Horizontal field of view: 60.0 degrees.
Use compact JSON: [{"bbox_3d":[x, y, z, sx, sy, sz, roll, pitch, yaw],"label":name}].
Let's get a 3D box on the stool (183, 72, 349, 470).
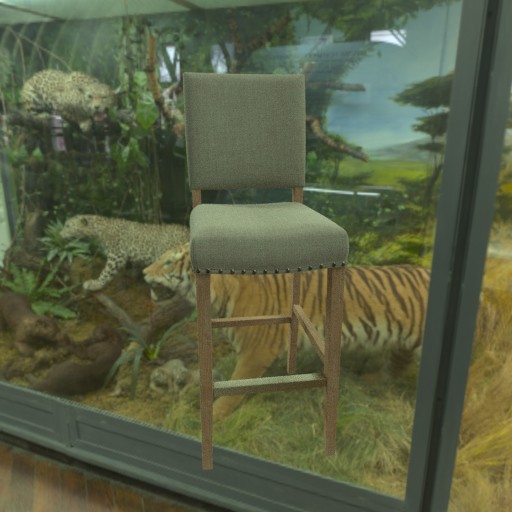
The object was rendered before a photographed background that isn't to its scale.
[{"bbox_3d":[0.000,0.000,1.502,0.445,1.203,0.585,-3,16,-9],"label":"stool"}]
